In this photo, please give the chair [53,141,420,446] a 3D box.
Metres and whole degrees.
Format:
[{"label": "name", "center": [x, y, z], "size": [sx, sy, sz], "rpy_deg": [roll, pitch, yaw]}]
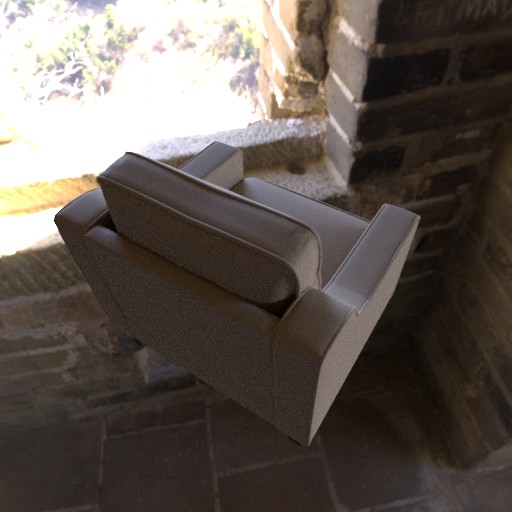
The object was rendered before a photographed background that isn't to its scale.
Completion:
[{"label": "chair", "center": [0.000, 0.000, 1.641], "size": [0.922, 0.948, 0.882], "rpy_deg": [25, 52, 22]}]
